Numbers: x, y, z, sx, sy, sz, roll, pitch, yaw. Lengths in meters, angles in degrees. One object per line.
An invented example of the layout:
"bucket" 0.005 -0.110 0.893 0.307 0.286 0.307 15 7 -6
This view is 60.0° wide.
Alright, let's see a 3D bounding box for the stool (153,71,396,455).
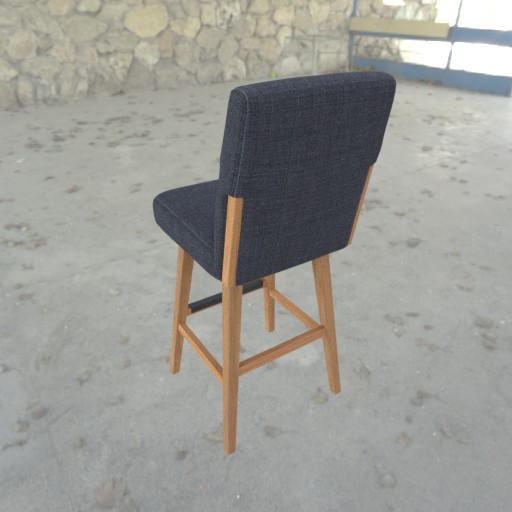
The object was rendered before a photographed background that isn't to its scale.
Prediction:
"stool" 0.000 0.000 1.385 0.483 1.112 0.570 -18 35 -29
